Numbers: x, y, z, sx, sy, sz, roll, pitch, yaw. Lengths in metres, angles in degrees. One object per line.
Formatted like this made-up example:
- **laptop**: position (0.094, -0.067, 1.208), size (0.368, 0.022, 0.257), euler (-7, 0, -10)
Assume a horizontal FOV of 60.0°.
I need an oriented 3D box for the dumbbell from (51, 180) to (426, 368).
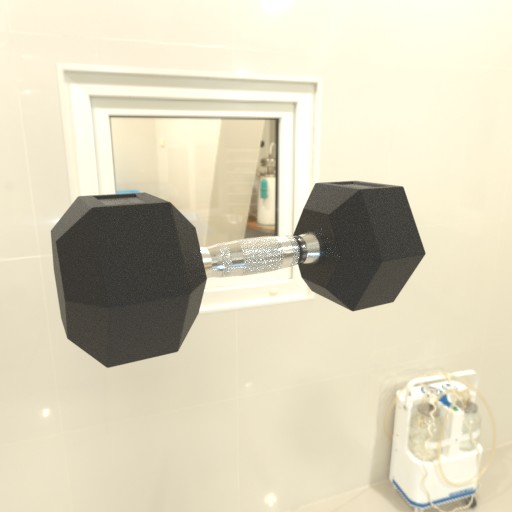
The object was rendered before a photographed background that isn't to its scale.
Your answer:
- **dumbbell**: position (0.000, 0.000, 0.383), size (0.315, 0.113, 0.129), euler (-8, 17, -27)
